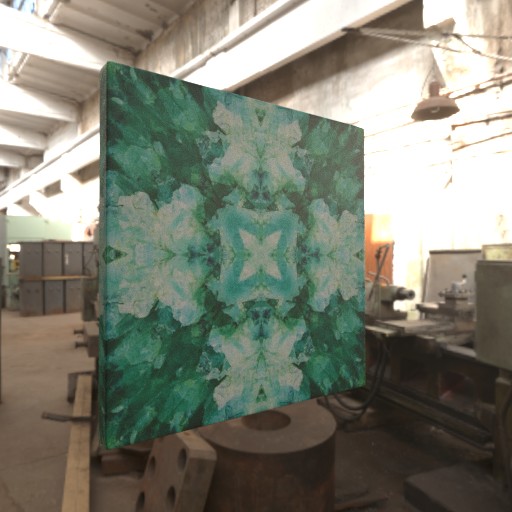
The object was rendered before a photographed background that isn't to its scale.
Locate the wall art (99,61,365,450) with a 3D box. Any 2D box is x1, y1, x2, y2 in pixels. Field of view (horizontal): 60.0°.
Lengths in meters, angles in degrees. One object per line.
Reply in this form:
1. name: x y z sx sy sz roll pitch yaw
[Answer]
1. wall art: 0.000 0.000 0.738 0.507 0.508 0.038 0 -1 -36
